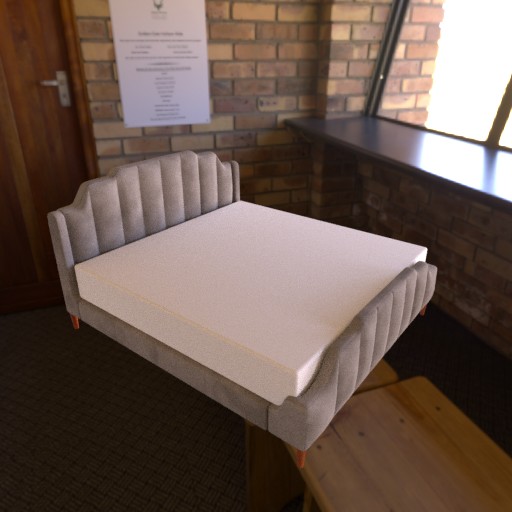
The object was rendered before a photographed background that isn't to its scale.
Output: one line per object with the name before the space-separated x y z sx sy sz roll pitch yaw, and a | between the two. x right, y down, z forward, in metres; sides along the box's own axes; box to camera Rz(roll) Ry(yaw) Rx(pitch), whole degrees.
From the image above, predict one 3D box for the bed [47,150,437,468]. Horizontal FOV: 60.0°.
bed | 0.000 0.000 3.544 2.340 1.245 2.074 18 31 34
